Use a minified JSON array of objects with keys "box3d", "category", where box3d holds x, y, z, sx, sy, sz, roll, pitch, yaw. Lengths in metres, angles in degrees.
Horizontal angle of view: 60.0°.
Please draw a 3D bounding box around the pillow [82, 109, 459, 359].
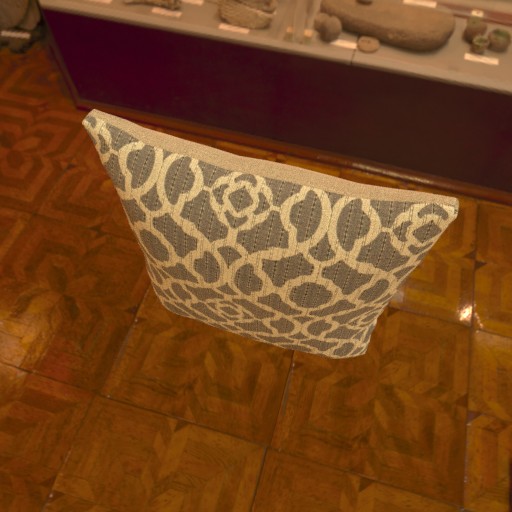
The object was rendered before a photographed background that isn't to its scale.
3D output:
[{"box3d":[0.000,0.000,0.777,0.508,0.498,0.215,16,61,9],"category":"pillow"}]
